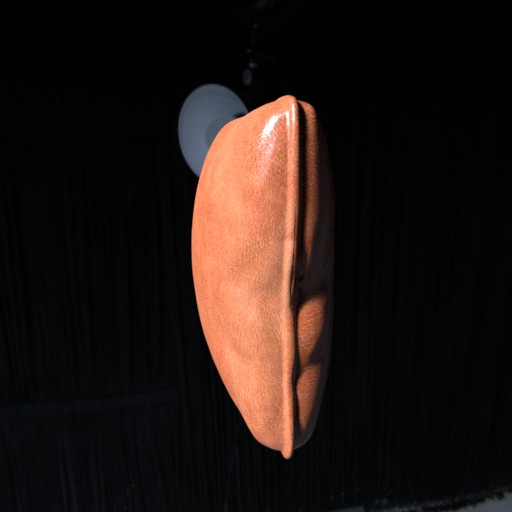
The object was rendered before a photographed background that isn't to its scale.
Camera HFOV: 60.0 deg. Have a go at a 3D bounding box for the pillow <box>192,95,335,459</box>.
[{"bbox_3d":[0.000,0.000,0.828,0.236,0.523,0.532,-2,14,-9],"label":"pillow"}]
